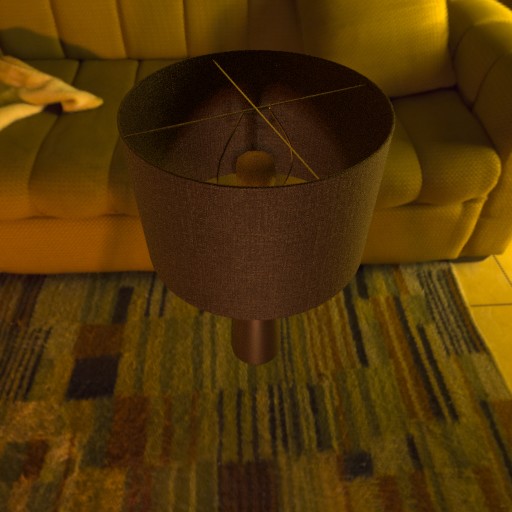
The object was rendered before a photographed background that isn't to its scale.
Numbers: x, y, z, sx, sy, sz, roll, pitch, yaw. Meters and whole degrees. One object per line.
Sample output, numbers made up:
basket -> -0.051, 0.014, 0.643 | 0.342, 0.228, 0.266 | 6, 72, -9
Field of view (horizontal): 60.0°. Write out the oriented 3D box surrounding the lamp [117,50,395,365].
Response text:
lamp -> 0.000, 0.000, 0.668 | 0.303, 0.488, 0.303 | 0, 46, 0
